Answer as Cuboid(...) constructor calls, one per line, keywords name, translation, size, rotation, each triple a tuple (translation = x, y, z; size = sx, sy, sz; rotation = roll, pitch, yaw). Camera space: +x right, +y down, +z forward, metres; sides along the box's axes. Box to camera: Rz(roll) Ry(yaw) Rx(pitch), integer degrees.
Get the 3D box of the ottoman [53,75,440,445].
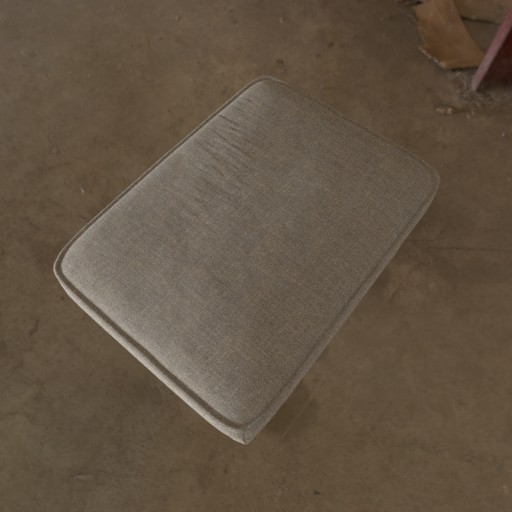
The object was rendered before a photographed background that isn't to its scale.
Cuboid(name="ottoman", translation=(0.000, 0.000, 1.143), size=(0.559, 0.457, 0.762), rotation=(36, 69, 16))
